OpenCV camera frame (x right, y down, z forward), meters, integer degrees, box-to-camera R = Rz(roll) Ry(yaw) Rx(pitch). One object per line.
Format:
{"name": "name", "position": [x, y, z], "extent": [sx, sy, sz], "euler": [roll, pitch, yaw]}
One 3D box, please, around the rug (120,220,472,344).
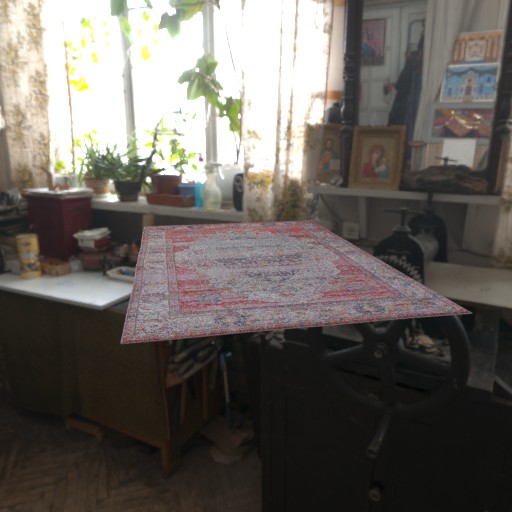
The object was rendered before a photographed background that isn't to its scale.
{"name": "rug", "position": [0.000, 0.000, 2.339], "extent": [1.219, 0.006, 1.829], "euler": [-3, 16, -11]}
